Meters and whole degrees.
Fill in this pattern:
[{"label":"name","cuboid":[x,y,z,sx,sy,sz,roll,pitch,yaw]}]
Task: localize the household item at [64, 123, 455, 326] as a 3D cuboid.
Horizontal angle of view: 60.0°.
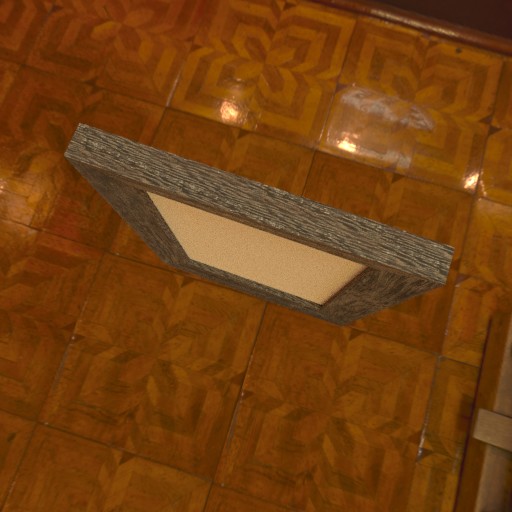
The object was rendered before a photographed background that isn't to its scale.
[{"label":"household item","cuboid":[0.000,0.000,0.279,0.160,0.210,0.020,19,77,4]}]
